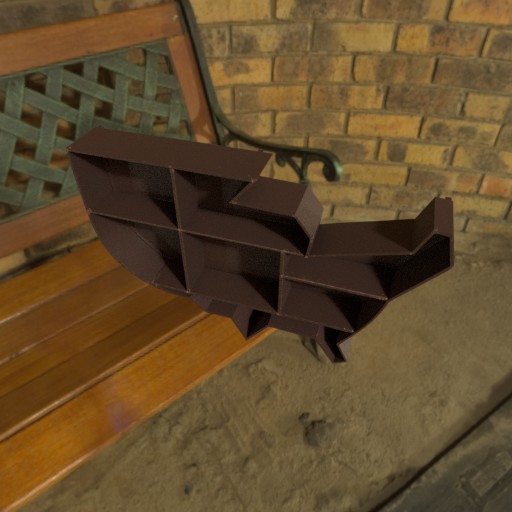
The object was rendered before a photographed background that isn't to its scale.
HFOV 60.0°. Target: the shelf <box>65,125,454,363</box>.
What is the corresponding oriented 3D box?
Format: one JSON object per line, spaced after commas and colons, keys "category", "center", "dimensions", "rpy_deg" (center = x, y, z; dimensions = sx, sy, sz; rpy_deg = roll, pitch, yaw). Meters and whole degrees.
{"category": "shelf", "center": [0.000, 0.000, 0.940], "dimensions": [0.729, 0.439, 0.112], "rpy_deg": [12, 42, 14]}
